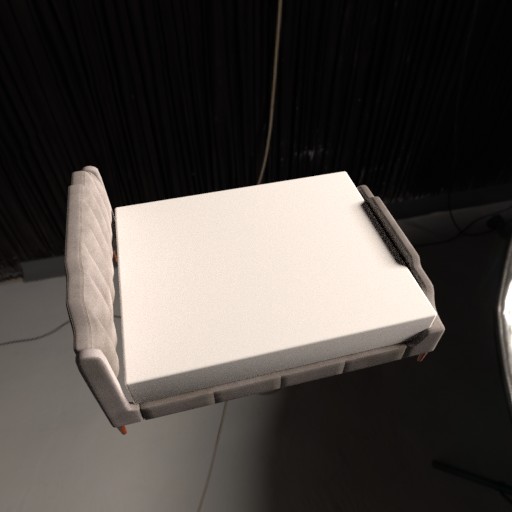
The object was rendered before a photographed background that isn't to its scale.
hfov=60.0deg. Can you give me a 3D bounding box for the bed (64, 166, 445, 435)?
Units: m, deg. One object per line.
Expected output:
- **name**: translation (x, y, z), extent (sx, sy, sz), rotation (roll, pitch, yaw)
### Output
- **bed**: translation (0.000, 0.000, 3.276), extent (2.340, 1.245, 1.676), rotation (-11, 48, -10)
